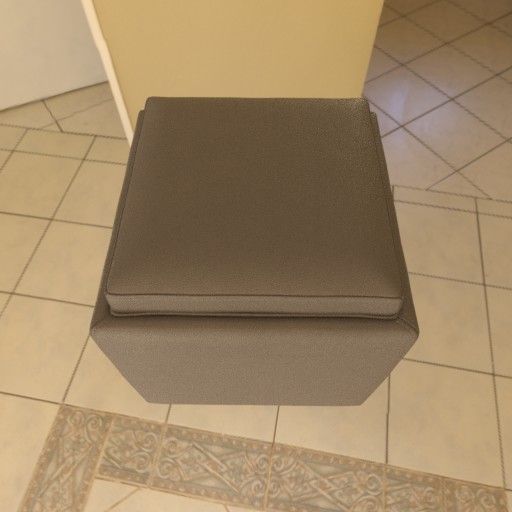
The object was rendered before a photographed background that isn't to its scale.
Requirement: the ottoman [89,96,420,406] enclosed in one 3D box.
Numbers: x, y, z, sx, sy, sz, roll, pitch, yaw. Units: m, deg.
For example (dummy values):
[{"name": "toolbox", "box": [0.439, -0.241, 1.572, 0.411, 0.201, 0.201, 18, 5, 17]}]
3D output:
[{"name": "ottoman", "box": [0.000, 0.000, 0.822, 0.450, 0.460, 0.451, 1, 58, 0]}]
